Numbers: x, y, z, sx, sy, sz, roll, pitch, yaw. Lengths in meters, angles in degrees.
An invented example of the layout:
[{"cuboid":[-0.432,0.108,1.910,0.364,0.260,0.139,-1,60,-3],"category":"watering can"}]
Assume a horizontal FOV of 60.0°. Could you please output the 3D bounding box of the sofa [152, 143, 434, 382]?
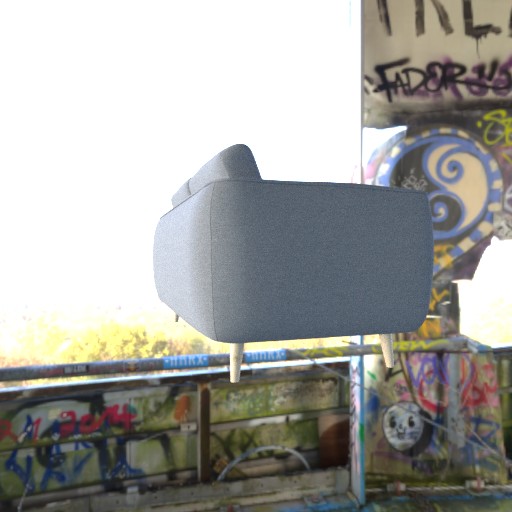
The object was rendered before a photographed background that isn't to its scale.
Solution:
[{"cuboid":[0.000,0.000,2.272,0.920,0.850,1.700,0,0,-18],"category":"sofa"}]
